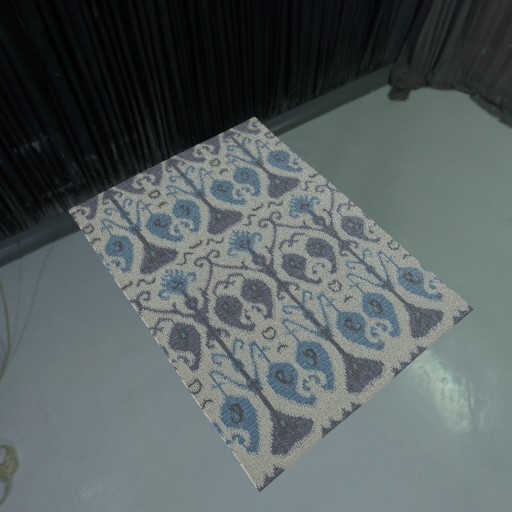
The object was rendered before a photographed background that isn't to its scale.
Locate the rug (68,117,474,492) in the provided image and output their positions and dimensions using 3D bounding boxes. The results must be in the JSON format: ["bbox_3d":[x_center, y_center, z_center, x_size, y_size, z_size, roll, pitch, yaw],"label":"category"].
[{"bbox_3d":[0.000,0.000,2.959,1.676,0.013,2.261,-32,62,-19],"label":"rug"}]
